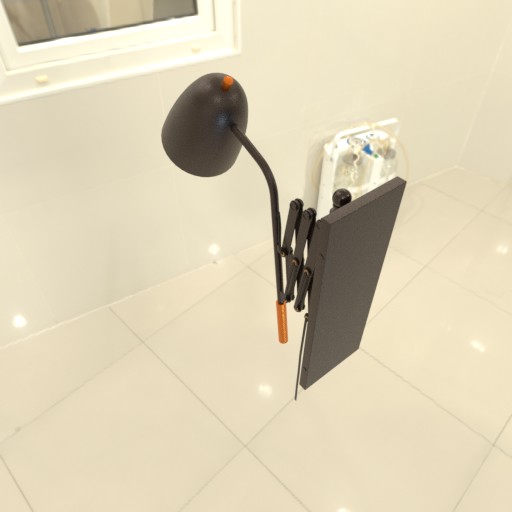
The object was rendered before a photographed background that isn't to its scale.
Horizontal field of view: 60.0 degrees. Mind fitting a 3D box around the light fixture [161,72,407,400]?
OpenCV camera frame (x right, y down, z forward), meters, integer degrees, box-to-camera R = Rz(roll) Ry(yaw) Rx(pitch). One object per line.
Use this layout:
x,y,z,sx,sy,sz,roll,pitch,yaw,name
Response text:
0.000,0.000,0.942,0.162,0.715,0.499,-29,52,-26,light fixture
